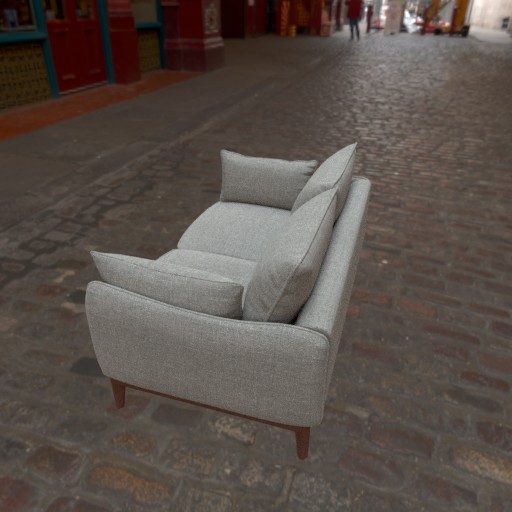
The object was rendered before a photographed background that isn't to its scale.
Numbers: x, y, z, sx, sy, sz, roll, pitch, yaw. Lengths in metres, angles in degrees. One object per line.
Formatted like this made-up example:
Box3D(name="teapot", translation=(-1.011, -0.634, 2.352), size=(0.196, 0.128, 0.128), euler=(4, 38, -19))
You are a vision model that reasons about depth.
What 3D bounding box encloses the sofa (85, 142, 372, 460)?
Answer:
Box3D(name="sofa", translation=(0.000, 0.000, 2.225), size=(0.972, 0.851, 1.580), euler=(9, 31, 15))
